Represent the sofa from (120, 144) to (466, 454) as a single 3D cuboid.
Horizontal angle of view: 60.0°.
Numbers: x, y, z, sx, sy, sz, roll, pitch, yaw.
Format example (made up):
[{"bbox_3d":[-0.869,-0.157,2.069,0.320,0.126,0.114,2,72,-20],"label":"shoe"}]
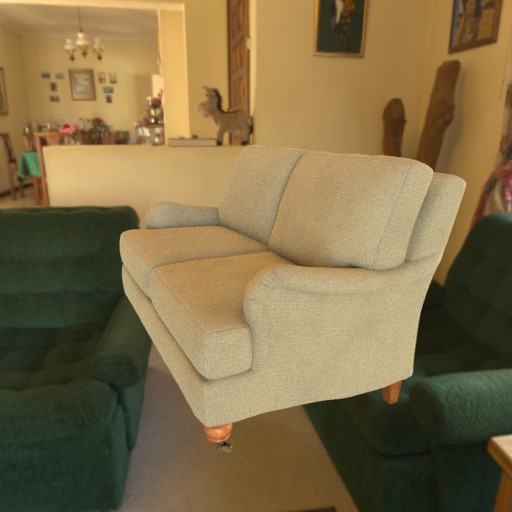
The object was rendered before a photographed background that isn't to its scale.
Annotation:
[{"bbox_3d":[0.000,0.000,2.151,1.087,0.999,1.480,-8,18,-25],"label":"sofa"}]
